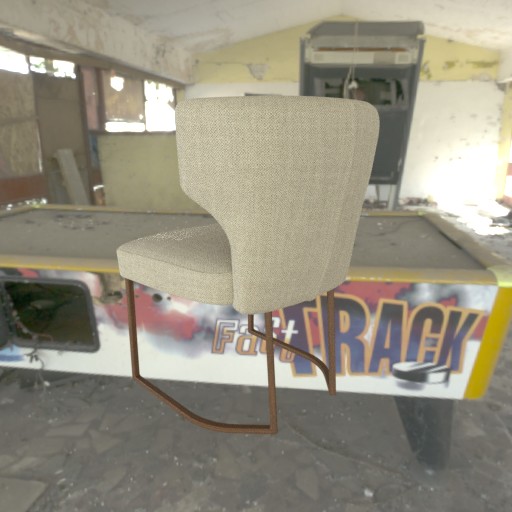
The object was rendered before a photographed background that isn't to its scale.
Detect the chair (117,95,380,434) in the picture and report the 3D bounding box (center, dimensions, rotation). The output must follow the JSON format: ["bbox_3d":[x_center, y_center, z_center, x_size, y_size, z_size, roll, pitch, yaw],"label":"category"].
[{"bbox_3d":[0.000,0.000,1.265,0.611,0.824,0.617,-14,20,-42],"label":"chair"}]
